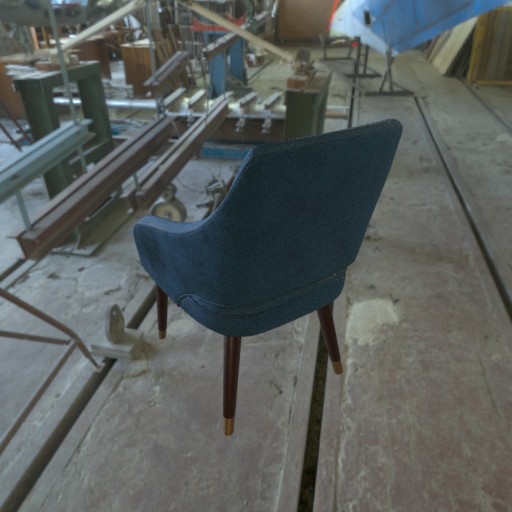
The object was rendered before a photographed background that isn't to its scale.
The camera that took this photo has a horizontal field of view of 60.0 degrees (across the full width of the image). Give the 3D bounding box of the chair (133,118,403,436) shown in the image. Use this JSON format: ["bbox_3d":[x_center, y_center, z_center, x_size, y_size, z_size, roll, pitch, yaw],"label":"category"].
[{"bbox_3d":[0.000,0.000,1.602,0.683,1.081,0.794,-19,36,-28],"label":"chair"}]
